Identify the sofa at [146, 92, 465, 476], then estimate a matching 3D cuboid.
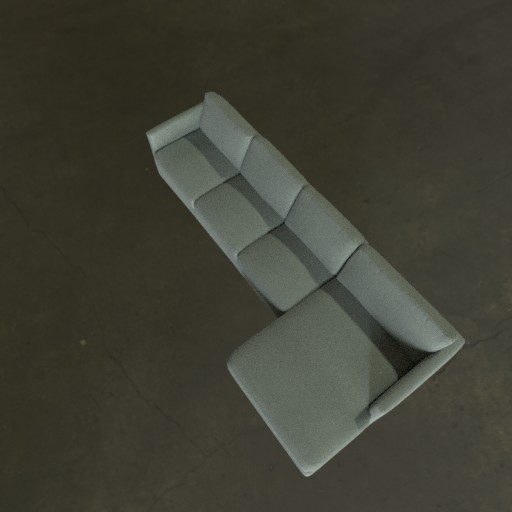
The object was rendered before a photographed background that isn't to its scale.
[{"bbox_3d":[0.000,0.000,4.125,1.604,0.950,3.471,-33,67,-16],"label":"sofa"}]
